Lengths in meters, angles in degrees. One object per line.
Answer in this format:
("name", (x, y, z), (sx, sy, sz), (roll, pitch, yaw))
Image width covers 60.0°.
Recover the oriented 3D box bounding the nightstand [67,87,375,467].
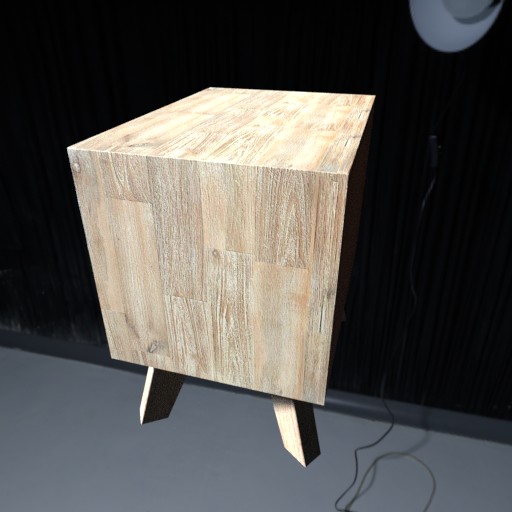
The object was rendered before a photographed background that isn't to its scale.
("nightstand", (0.000, 0.000, 0.955), (0.396, 0.589, 0.552), (8, 31, 14))
